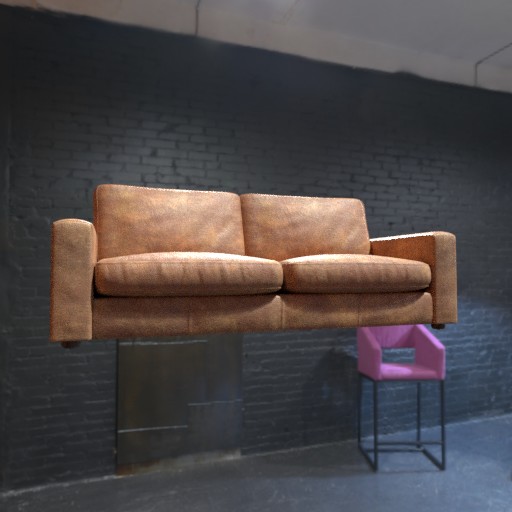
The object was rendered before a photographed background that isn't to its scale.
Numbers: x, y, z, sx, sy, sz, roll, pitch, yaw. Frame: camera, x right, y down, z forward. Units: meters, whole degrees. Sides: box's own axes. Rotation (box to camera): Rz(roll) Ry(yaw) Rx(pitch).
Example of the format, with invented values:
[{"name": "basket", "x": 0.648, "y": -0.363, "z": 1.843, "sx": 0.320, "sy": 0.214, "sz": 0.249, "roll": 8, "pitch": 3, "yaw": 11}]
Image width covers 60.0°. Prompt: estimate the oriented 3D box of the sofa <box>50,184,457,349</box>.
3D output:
[{"name": "sofa", "x": 0.000, "y": 0.000, "z": 2.692, "sx": 2.179, "sy": 0.873, "sz": 1.016, "roll": 1, "pitch": -2, "yaw": -19}]
